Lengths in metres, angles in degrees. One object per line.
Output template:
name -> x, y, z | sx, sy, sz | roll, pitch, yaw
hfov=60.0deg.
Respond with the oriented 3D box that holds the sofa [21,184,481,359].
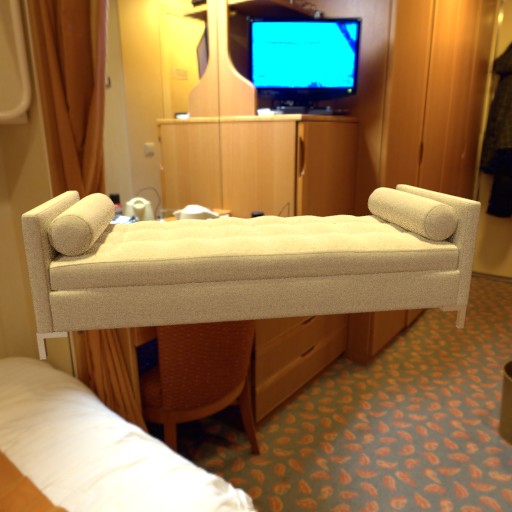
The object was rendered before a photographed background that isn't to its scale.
sofa -> 0.000, 0.000, 2.414 | 2.102, 0.655, 0.797 | -2, 16, -9
